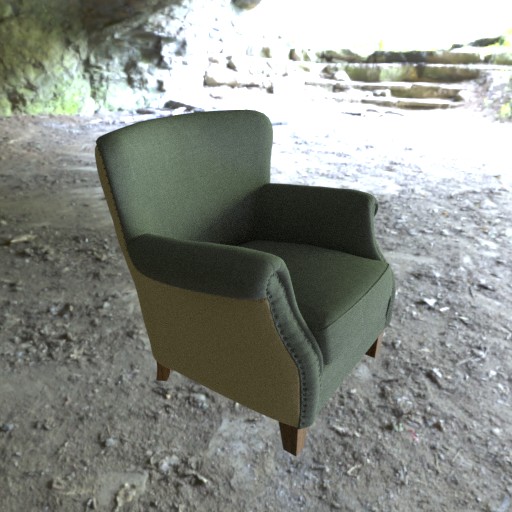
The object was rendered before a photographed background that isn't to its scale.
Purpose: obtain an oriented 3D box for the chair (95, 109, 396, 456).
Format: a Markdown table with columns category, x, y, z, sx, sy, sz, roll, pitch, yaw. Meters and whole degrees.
| category | x | y | z | sx | sy | sz | roll | pitch | yaw |
| --- | --- | --- | --- | --- | --- | --- | --- | --- | --- |
| chair | 0.000 | 0.000 | 1.643 | 0.921 | 0.936 | 0.861 | 17 | 30 | 32 |
